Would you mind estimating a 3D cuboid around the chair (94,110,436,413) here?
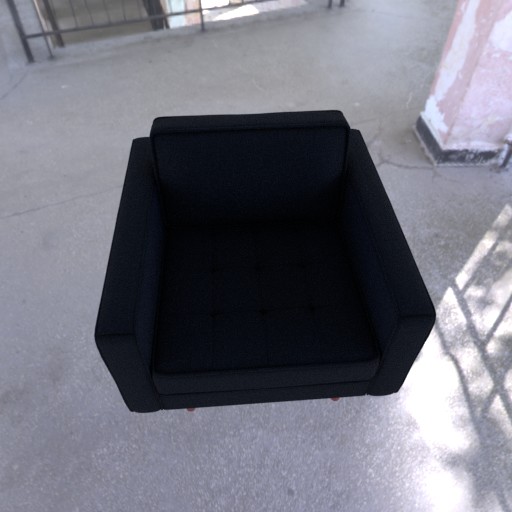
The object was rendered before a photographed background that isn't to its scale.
[{"bbox_3d":[0.000,0.000,1.559,0.899,0.770,0.920,-3,48,-3],"label":"chair"}]
